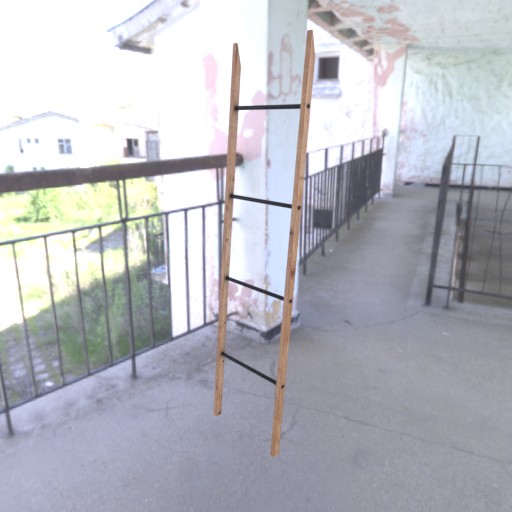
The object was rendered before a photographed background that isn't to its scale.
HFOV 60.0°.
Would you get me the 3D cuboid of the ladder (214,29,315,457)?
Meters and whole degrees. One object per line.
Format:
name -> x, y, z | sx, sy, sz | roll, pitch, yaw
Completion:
ladder -> 0.000, 0.000, 1.992 | 0.200, 1.805, 0.442 | -16, 23, -42
